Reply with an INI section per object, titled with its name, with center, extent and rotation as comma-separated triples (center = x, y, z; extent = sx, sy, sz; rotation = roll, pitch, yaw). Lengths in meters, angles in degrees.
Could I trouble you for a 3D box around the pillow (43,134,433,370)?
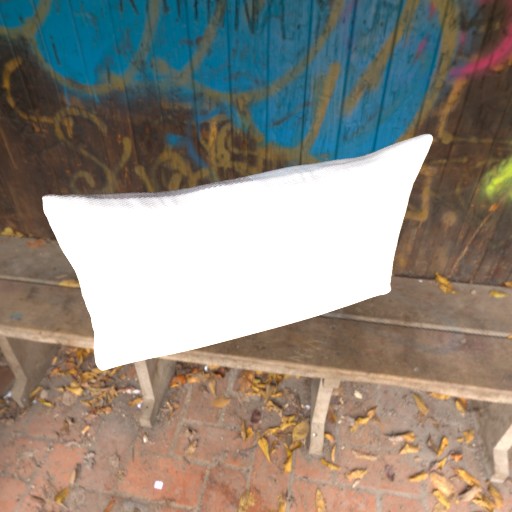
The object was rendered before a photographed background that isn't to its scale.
[pillow]
center = 0.000, 0.000, 0.634
extent = 0.506, 0.305, 0.139
rotation = -13, 42, -15
